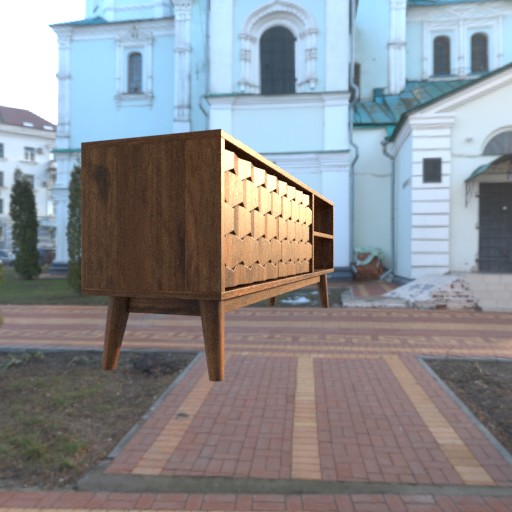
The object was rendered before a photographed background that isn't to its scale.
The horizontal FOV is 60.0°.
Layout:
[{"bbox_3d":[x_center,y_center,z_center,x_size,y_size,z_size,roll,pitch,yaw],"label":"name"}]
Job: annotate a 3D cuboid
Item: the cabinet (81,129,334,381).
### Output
[{"bbox_3d":[0.000,0.000,1.644,0.349,0.528,1.448,0,0,19],"label":"cabinet"}]
